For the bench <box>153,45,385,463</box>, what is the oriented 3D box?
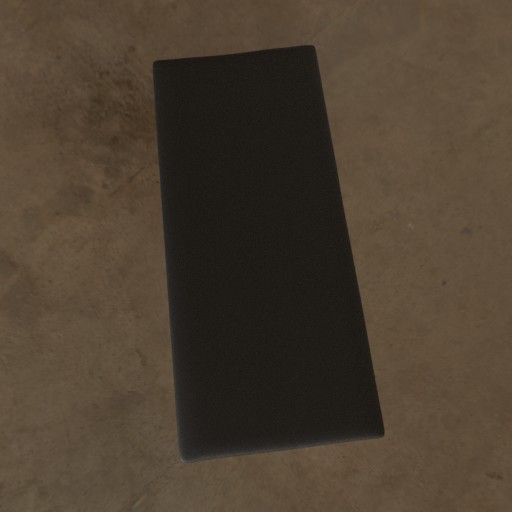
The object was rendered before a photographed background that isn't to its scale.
[{"bbox_3d":[0.000,0.000,1.183,0.401,0.500,0.899,-7,75,-2],"label":"bench"}]
